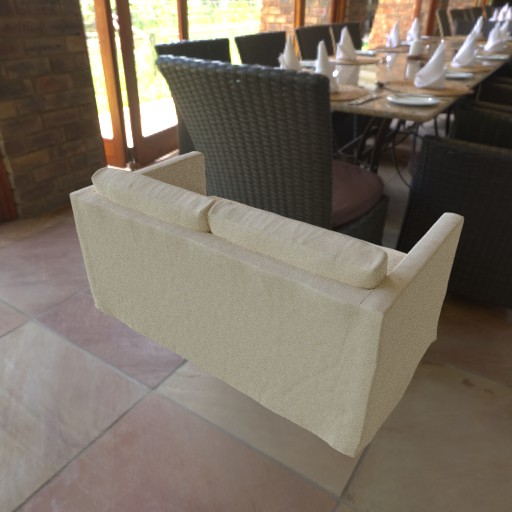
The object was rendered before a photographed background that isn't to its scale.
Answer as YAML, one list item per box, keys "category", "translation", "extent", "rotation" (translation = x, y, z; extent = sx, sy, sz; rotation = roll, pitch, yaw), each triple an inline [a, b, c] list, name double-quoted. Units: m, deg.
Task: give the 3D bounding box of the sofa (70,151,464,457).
- category: "sofa"
  translation: [0.000, 0.000, 2.301]
  extent: [1.746, 0.834, 0.962]
  rotation: [20, 36, 31]
